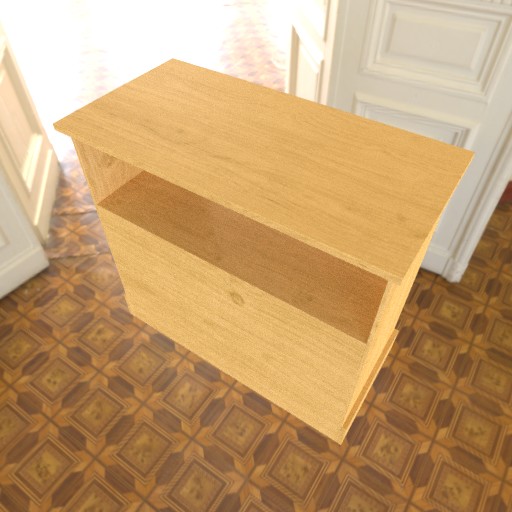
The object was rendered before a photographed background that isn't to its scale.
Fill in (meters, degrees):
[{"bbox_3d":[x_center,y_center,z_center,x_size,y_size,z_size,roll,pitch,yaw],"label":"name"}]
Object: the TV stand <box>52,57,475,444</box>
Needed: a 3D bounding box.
[{"bbox_3d":[0.000,0.000,1.280,0.851,0.787,0.430,26,52,22],"label":"TV stand"}]
